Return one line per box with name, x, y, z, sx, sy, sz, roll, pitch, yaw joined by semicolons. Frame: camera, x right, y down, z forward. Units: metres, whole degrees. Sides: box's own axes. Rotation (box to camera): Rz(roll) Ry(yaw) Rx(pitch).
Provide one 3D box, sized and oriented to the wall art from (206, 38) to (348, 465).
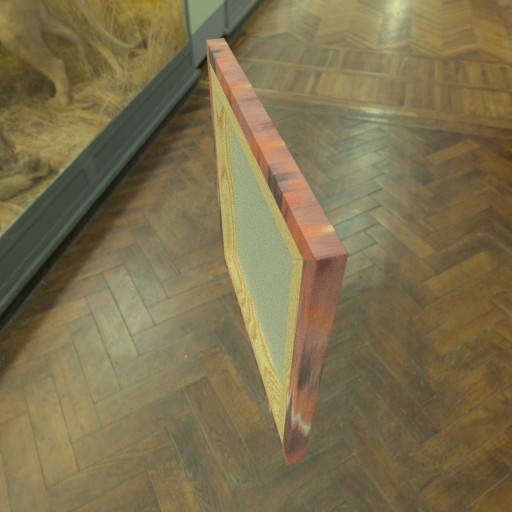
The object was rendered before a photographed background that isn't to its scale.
wall art;0.000;0.000;0.878;0.037;0.609;0.603;-11;47;-10
